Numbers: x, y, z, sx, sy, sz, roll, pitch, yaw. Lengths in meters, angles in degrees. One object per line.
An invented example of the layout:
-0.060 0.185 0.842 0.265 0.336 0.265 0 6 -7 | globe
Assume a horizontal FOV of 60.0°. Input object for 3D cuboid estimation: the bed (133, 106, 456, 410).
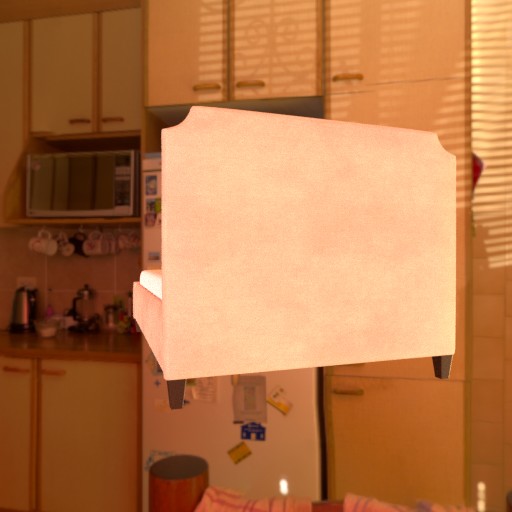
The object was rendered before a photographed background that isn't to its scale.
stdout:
0.000 0.000 3.414 1.712 1.443 2.372 0 0 -19 | bed
